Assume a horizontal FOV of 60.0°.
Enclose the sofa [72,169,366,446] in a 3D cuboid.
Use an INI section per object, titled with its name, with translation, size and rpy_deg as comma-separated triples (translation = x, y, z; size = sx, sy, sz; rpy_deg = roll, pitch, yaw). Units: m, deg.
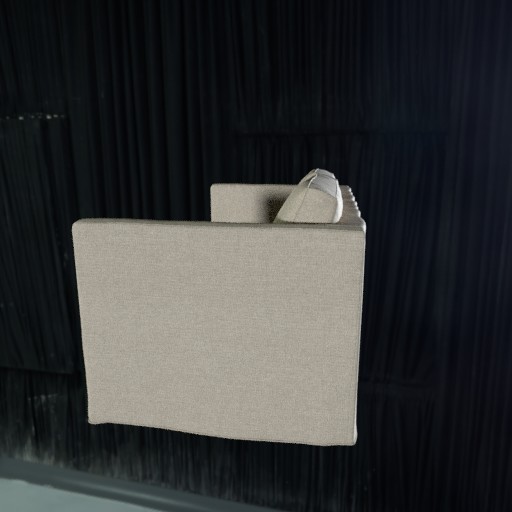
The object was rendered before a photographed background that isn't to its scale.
[sofa]
translation = 0.000, 0.000, 2.219
size = 0.956, 0.828, 1.766
rpy_deg = 2, 13, 10
